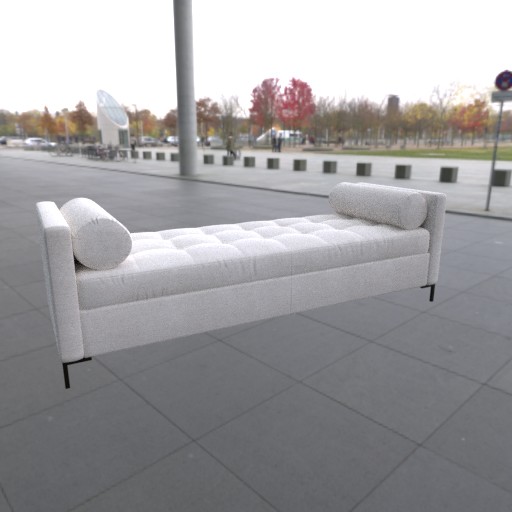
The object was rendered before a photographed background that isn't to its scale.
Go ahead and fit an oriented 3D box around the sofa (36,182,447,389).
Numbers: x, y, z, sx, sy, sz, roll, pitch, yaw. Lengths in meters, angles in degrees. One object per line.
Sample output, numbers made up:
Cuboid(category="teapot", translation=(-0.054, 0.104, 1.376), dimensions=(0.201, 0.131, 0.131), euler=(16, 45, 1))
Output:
Cuboid(category="sofa", translation=(0.000, 0.000, 2.306), dimensions=(1.981, 0.635, 0.686), euler=(-8, 17, -27))
